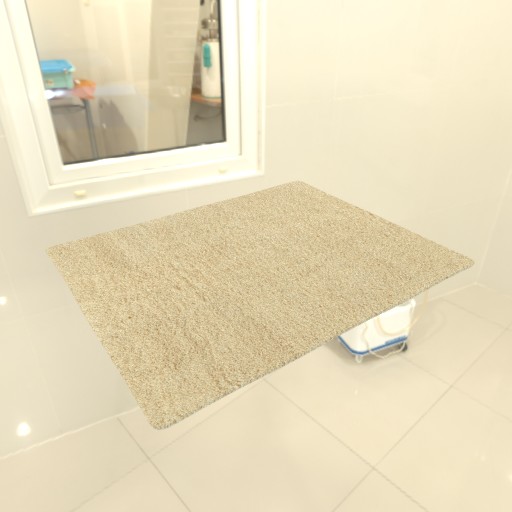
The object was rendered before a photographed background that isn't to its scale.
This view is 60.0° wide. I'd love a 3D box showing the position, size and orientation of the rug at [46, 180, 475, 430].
[{"bbox_3d":[0.000,0.000,3.926,3.001,0.025,2.401,-20,36,-30],"label":"rug"}]
